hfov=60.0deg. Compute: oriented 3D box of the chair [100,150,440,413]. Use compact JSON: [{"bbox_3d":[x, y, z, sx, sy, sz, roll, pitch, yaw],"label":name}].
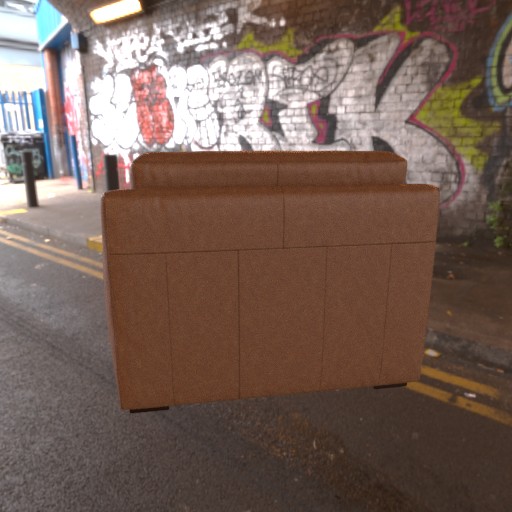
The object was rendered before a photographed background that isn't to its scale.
[{"bbox_3d":[0.000,0.000,2.072,1.276,0.978,1.050,-3,15,-9],"label":"chair"}]
